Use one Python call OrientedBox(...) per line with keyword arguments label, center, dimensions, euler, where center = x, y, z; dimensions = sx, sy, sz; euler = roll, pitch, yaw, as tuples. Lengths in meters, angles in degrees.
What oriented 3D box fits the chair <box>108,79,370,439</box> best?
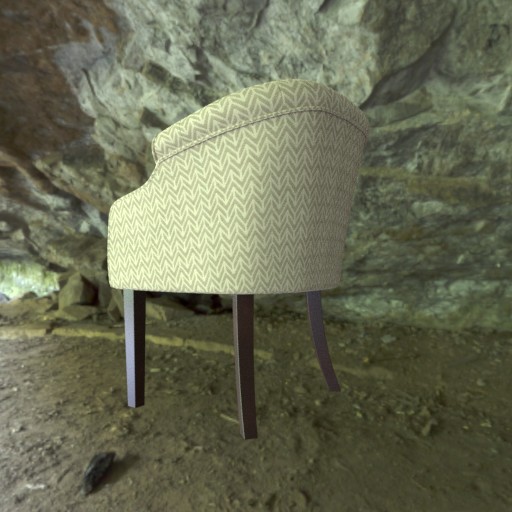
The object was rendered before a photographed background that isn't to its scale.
OrientedBox(label="chair", center=(0.000, 0.000, 1.323), dimensions=(0.613, 0.858, 0.686), euler=(0, 0, 36))
